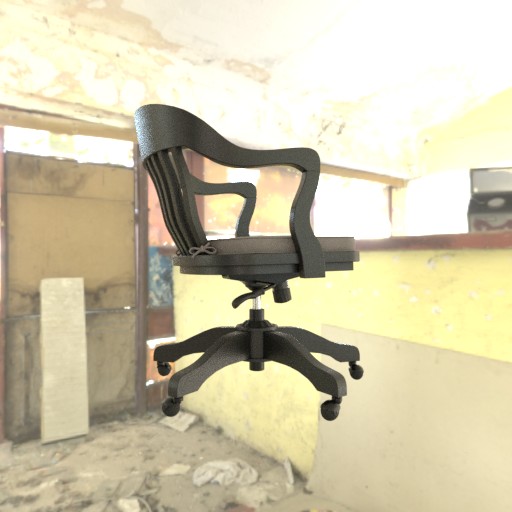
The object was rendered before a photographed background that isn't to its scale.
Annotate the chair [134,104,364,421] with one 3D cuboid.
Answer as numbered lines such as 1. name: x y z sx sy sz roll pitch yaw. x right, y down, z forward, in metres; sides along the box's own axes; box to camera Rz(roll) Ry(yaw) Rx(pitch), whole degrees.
1. chair: 0.000 0.000 1.484 0.788 0.878 0.750 0 0 -18
